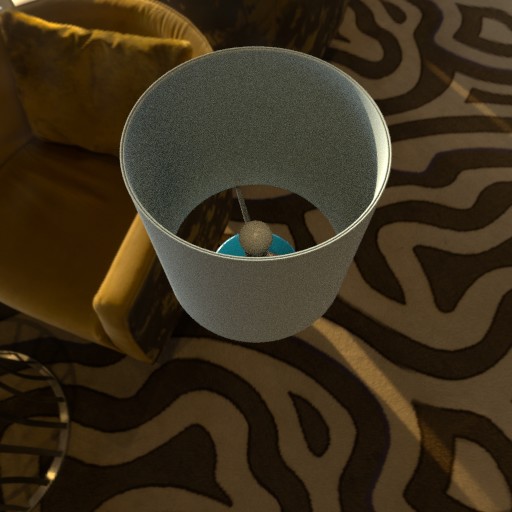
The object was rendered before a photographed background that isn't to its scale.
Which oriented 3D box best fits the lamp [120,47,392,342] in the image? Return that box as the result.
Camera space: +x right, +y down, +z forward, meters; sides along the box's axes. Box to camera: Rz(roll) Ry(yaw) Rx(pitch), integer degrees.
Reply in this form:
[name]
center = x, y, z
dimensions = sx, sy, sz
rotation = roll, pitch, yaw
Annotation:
[lamp]
center = 0.000, 0.000, 0.486
dimensions = 0.193, 0.377, 0.193
rotation = 15, 65, 7
